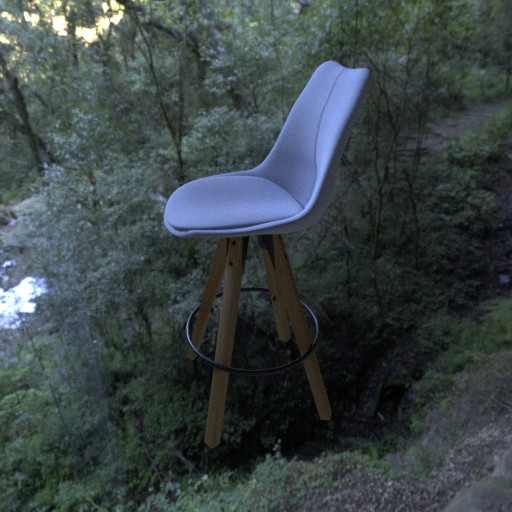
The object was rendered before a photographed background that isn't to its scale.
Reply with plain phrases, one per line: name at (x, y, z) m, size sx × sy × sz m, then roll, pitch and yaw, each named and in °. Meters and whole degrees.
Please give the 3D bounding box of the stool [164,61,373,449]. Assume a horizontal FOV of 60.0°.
stool at (0.000, 0.000, 1.416) m, size 0.550 × 1.115 × 0.484 m, roll -8°, pitch 30°, yaw -14°
